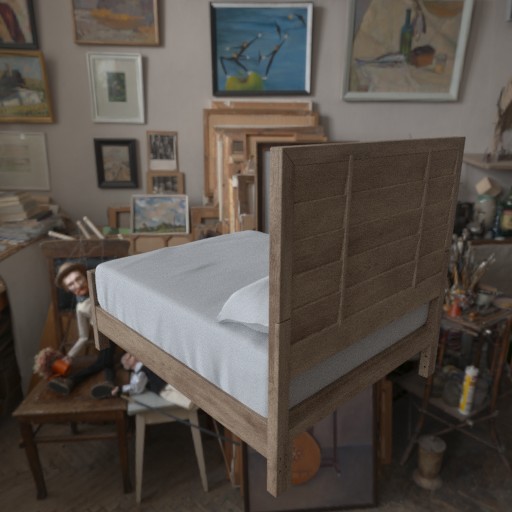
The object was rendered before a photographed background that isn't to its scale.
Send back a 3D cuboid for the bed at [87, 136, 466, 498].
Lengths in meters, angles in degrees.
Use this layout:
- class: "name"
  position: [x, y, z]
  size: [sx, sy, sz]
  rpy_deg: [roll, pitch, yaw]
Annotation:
- class: "bed"
  position: [0.000, 0.000, 3.106]
  size: [1.615, 1.631, 2.017]
  rpy_deg: [-15, 23, -41]
